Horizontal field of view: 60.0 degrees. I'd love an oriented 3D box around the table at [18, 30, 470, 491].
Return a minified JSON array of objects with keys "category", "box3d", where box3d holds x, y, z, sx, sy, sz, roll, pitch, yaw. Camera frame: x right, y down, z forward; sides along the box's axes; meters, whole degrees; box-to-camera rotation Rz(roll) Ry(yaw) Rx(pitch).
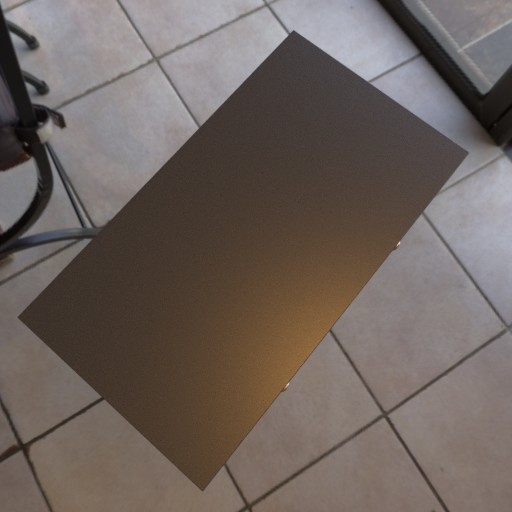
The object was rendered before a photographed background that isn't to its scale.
[{"category":"table","box3d":[0.000,0.000,1.361,0.612,0.493,1.068,39,79,9]}]
